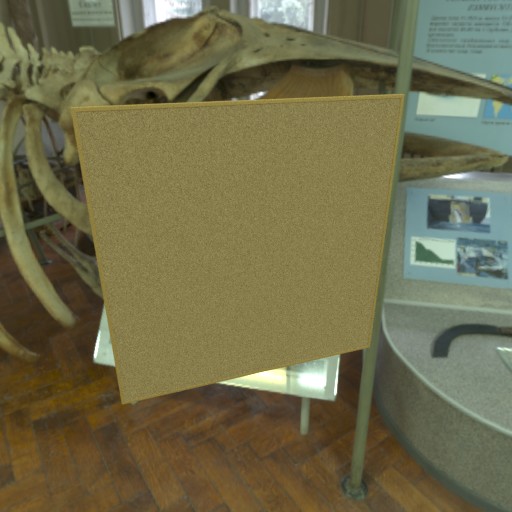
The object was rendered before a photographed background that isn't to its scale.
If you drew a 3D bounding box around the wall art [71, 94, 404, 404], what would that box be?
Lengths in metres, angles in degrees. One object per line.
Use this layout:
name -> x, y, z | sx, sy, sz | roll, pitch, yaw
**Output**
wall art -> 0.000, 0.000, 1.437 | 0.962, 0.959, 0.013 | -8, 27, -17
